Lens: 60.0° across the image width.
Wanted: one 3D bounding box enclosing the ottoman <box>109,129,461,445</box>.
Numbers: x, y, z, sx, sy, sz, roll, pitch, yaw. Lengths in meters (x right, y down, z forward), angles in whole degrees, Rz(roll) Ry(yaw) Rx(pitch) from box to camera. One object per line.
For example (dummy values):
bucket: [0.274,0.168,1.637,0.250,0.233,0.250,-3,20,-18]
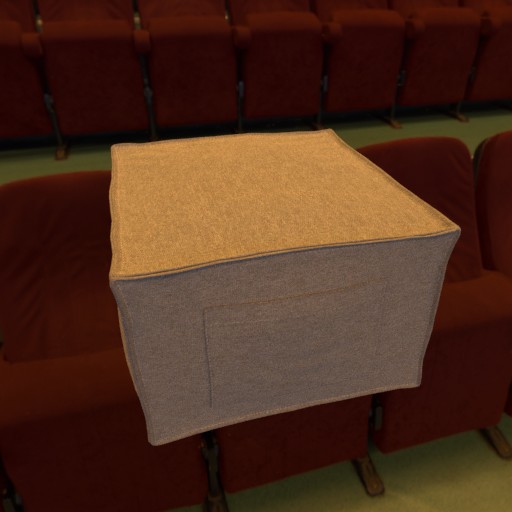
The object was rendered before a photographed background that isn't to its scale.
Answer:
ottoman: [0.000,0.000,1.173,0.707,0.470,0.696,-8,34,-13]
